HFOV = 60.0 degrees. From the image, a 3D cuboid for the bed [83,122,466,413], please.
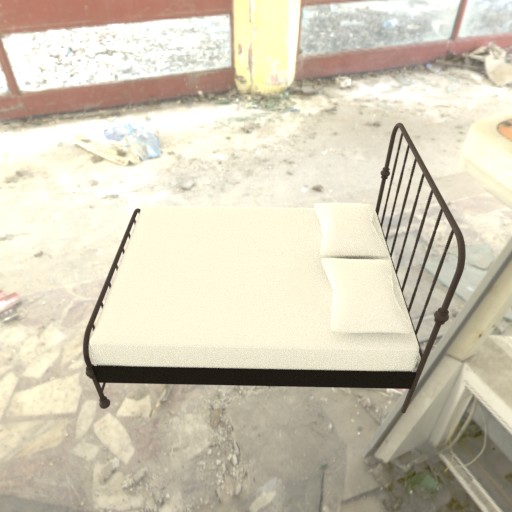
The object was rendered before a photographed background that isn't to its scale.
[{"bbox_3d":[0.000,0.000,3.177,2.134,1.446,1.616,1,40,1],"label":"bed"}]
